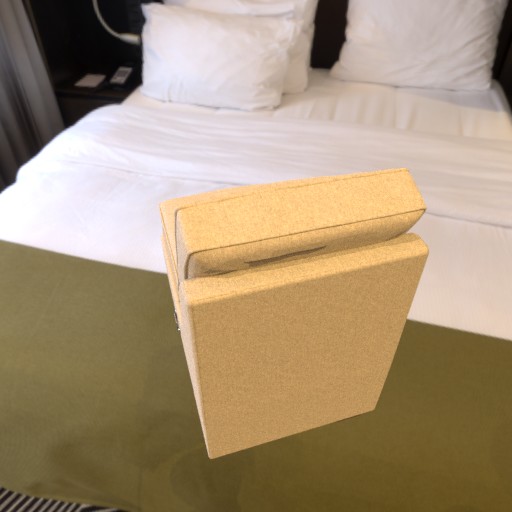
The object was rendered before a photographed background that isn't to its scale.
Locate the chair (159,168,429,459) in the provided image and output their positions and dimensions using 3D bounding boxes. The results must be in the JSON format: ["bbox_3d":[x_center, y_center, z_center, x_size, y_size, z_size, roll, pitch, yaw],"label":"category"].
[{"bbox_3d":[0.000,0.000,1.695,0.674,1.058,1.020,-11,42,-13],"label":"chair"}]
